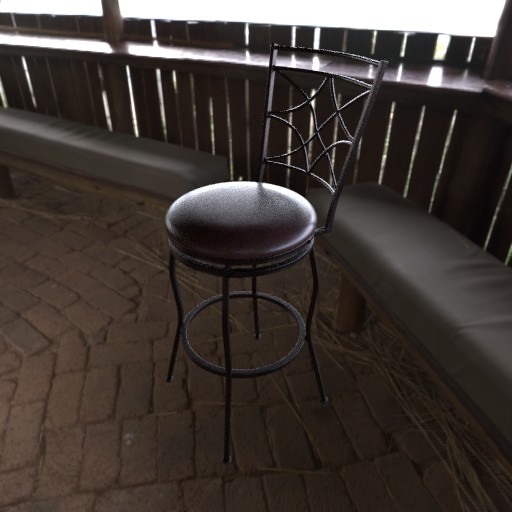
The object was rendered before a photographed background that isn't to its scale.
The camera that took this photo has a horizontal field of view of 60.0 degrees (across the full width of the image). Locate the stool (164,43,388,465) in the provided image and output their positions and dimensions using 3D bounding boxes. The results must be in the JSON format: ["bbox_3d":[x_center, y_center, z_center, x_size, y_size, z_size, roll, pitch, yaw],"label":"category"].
[{"bbox_3d":[0.000,0.000,1.354,0.534,1.117,0.434,-20,37,-29],"label":"stool"}]
